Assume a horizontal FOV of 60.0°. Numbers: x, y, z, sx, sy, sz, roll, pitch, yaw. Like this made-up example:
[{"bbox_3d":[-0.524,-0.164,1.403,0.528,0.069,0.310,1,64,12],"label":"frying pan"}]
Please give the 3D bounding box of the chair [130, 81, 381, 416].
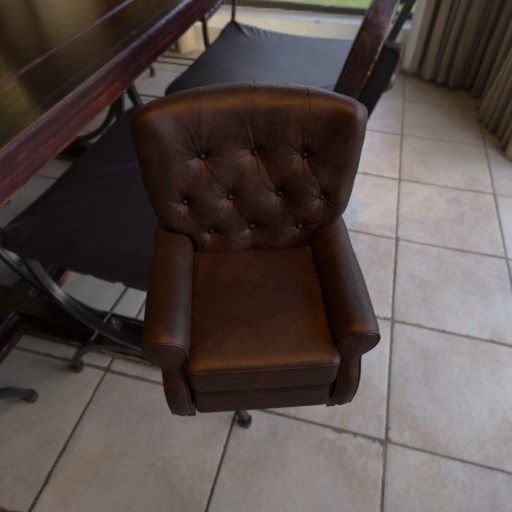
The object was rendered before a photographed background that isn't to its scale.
[{"bbox_3d":[0.000,0.000,1.924,0.948,1.158,1.058,-3,46,-3],"label":"chair"}]
